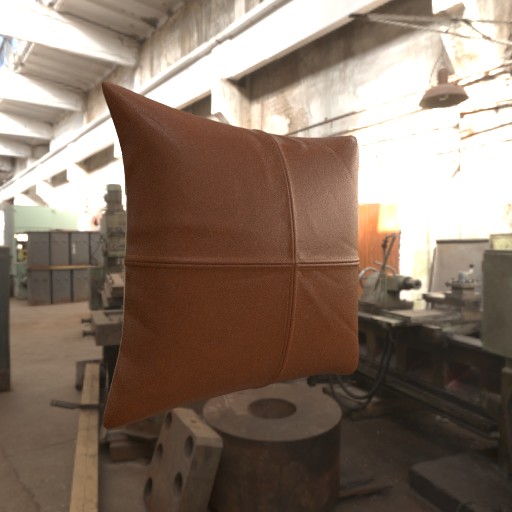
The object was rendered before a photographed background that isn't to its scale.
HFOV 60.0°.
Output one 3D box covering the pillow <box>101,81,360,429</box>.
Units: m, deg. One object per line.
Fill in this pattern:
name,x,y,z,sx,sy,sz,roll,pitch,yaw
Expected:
pillow,0.000,0.000,0.739,0.501,0.477,0.192,-1,1,-35
